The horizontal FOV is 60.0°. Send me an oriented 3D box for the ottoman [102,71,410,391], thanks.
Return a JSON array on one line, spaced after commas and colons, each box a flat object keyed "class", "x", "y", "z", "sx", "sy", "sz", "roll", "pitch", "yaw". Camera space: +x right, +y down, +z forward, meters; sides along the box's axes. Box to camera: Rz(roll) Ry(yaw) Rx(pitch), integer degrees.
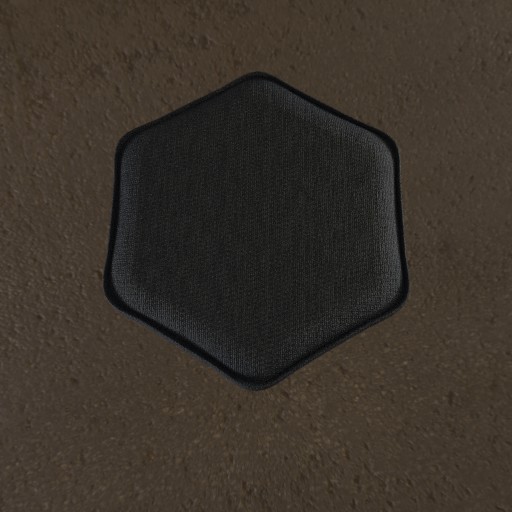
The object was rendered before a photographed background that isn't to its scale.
[{"class": "ottoman", "x": 0.000, "y": 0.000, "z": 0.878, "sx": 0.492, "sy": 0.505, "sz": 0.454, "roll": 34, "pitch": 78, "yaw": 8}]
